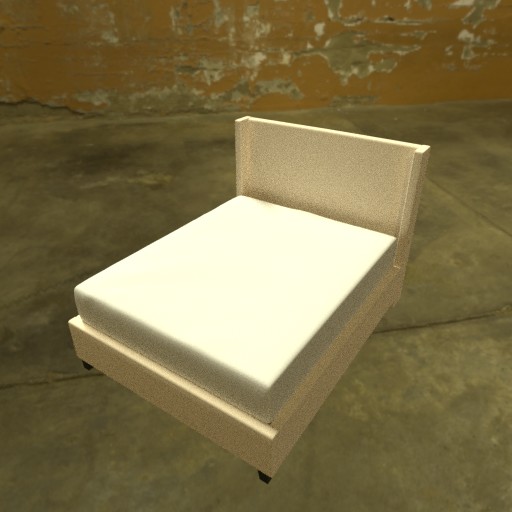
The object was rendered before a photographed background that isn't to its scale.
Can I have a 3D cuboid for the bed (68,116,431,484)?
[{"bbox_3d":[0.000,0.000,3.445,1.765,1.471,2.280,19,36,29],"label":"bed"}]
